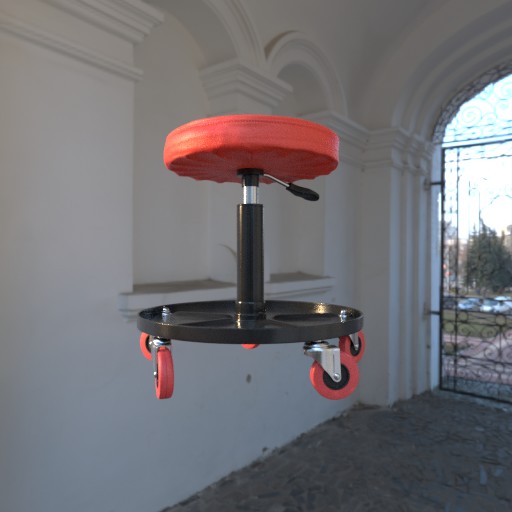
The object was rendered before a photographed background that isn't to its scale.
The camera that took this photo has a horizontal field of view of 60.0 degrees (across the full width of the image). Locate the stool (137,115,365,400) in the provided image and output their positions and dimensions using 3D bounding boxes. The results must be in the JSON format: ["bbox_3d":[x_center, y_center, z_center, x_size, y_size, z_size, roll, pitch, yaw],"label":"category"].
[{"bbox_3d":[0.000,0.000,0.702,0.382,0.365,0.381,0,0,-37],"label":"stool"}]
